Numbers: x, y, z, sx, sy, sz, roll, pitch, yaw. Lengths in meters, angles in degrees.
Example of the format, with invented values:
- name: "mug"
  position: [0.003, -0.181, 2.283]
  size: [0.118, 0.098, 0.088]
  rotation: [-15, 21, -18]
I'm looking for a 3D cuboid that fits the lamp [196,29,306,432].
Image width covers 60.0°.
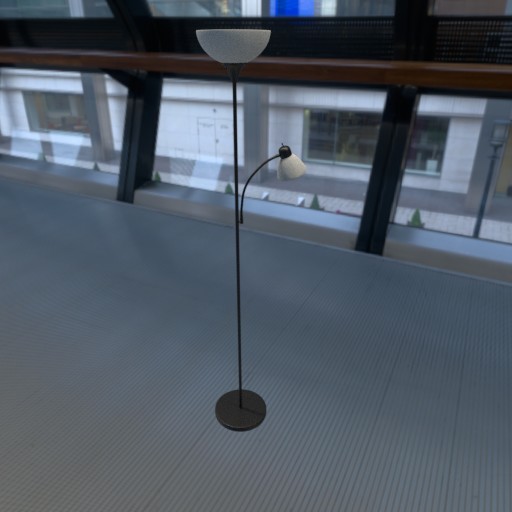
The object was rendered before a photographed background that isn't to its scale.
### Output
- name: "lamp"
  position: [0.000, 0.000, 1.993]
  size: [0.442, 1.804, 0.279]
  rotation: [-8, 27, -17]
